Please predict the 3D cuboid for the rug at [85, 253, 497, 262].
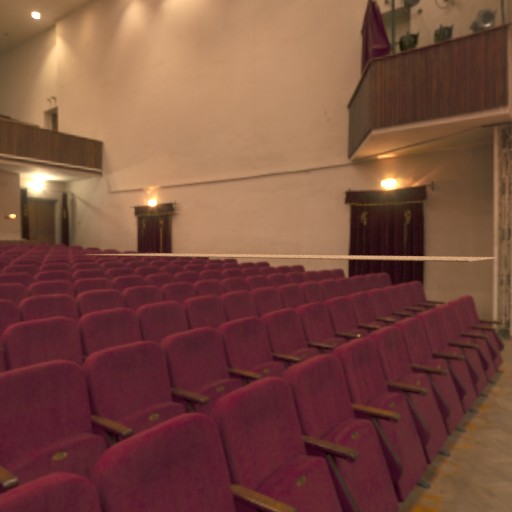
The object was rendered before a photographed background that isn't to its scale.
[{"bbox_3d":[0.000,0.000,2.619,2.437,0.005,0.688,1,1,37],"label":"rug"}]
